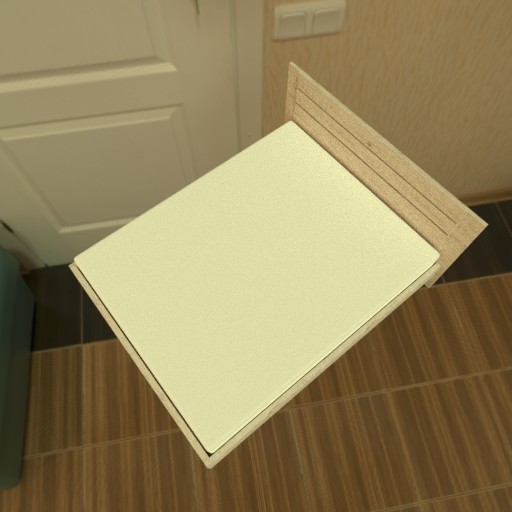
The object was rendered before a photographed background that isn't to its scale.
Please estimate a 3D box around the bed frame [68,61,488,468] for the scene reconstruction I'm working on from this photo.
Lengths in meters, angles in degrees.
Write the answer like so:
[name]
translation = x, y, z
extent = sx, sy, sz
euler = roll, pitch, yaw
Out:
[bed frame]
translation = 0.000, 0.000, 3.024
extent = 2.080, 0.970, 1.750
euler = -36, 69, -16
